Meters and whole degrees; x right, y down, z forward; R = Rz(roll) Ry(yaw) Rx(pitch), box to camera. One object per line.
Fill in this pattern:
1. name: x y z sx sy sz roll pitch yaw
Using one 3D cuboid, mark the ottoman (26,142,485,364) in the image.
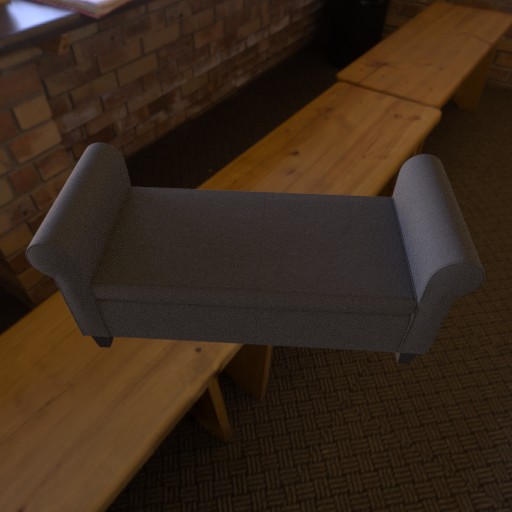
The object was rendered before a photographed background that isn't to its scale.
1. ottoman: 0.000 0.000 1.535 1.256 0.547 0.521 3 46 3
